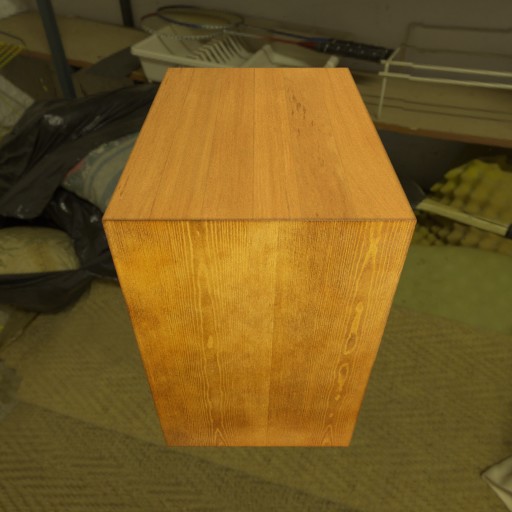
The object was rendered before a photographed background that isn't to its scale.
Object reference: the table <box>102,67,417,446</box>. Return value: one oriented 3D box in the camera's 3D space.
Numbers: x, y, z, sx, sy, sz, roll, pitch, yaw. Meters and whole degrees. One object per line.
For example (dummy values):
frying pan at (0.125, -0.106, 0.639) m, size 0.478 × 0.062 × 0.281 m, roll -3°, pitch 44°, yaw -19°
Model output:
table at (0.000, 0.000, 0.956) m, size 0.400 × 0.605 × 0.550 m, roll 0°, pitch 41°, yaw 0°
